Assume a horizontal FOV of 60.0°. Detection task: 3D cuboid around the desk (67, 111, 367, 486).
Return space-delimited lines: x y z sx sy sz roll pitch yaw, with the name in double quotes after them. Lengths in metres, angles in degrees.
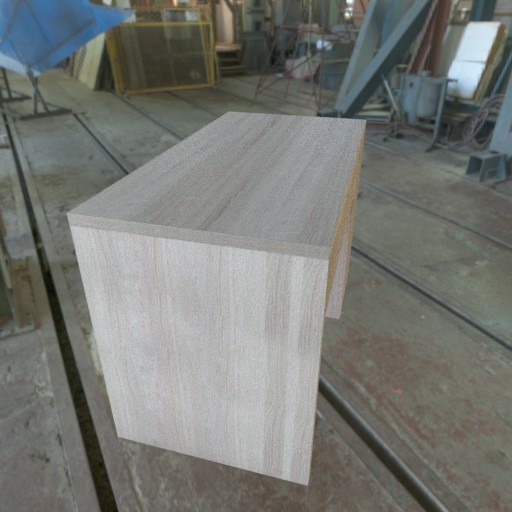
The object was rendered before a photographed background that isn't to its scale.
0.000 0.000 1.545 0.600 0.731 1.100 8 31 14 "desk"
